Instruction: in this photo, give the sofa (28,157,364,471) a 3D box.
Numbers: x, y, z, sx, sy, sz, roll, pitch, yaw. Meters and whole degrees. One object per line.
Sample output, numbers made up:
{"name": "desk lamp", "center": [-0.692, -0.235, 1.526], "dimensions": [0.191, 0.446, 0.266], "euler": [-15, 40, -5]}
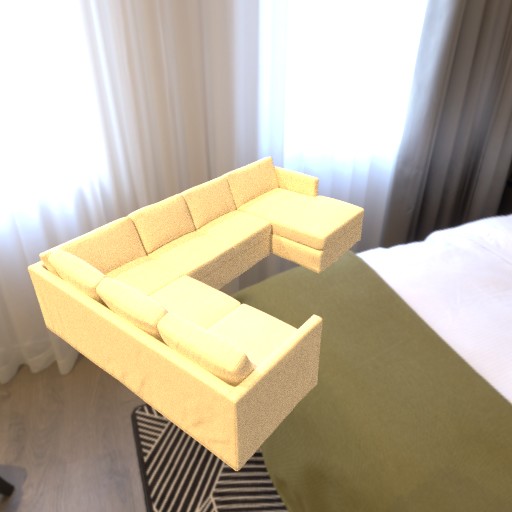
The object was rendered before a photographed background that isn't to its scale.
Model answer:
{"name": "sofa", "center": [0.000, 0.000, 4.545], "dimensions": [2.427, 0.882, 3.460], "euler": [22, 38, 32]}
